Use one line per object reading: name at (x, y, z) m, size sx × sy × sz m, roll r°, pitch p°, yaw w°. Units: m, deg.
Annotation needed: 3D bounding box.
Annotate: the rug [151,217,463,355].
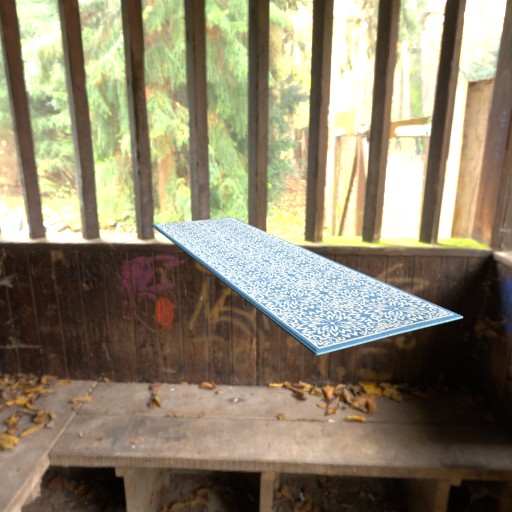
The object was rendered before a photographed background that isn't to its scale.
rug at (0.000, 0.000, 2.476) m, size 0.662 × 0.011 × 2.196 m, roll -8°, pitch 18°, yaw -25°
